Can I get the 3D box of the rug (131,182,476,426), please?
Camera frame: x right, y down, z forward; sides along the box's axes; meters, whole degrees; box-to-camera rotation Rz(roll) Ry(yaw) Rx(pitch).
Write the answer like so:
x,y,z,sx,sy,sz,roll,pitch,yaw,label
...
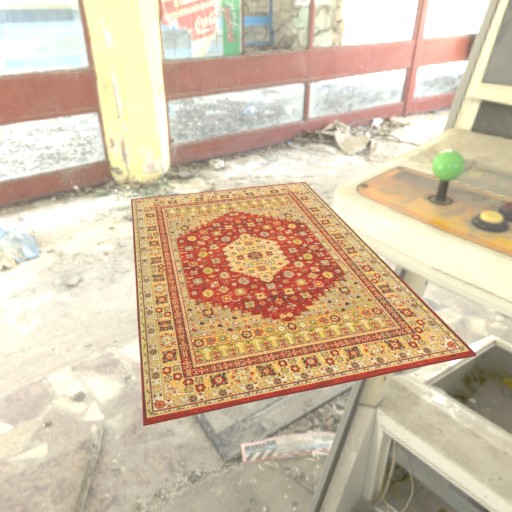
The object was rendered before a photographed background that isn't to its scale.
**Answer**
x,y,z,sx,sy,sz,roll,pitch,yaw,label
0.000,0.000,2.240,1.194,0.013,1.802,-8,31,-13,rug
